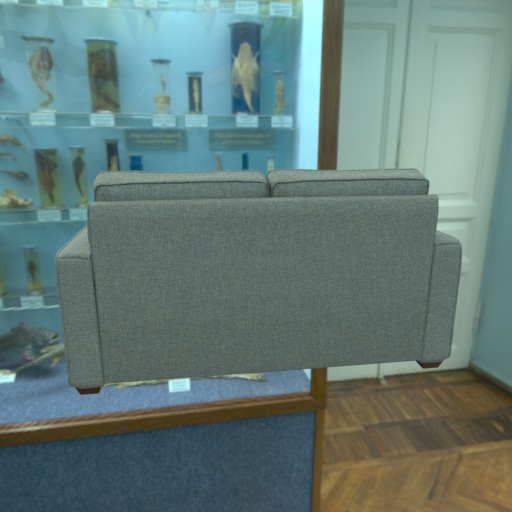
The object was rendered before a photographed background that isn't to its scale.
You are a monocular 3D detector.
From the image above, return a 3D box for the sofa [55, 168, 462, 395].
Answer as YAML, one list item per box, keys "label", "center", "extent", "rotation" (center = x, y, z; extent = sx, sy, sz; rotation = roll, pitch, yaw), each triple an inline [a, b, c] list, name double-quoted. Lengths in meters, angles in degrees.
- label: "sofa"
  center: [0.000, 0.000, 2.256]
  extent: [1.706, 0.915, 0.945]
  rotation: [-2, 16, -8]
